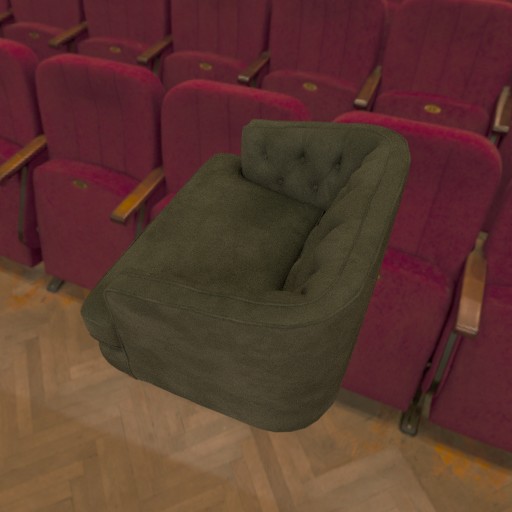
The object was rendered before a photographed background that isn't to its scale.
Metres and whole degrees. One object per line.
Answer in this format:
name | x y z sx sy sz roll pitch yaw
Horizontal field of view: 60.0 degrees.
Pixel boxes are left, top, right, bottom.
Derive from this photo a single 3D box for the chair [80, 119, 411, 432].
chair | 0.000 0.000 1.776 0.941 0.852 1.104 18 49 16
